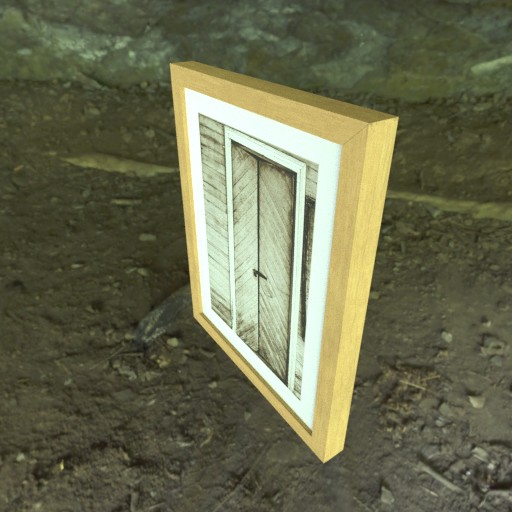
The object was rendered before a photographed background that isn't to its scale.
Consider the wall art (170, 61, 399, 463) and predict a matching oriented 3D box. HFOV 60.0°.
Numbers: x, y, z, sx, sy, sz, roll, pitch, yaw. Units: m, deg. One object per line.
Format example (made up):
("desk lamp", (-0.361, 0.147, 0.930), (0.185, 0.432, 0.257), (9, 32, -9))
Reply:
("wall art", (0.000, 0.000, 0.515), (0.030, 0.380, 0.312), (-20, 37, -29))
